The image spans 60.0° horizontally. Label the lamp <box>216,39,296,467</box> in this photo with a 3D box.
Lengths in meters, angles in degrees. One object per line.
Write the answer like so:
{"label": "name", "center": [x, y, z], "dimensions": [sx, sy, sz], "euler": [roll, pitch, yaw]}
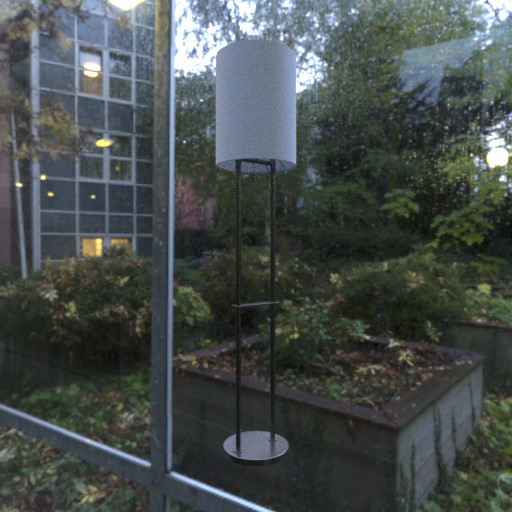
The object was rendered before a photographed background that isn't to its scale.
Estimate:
{"label": "lamp", "center": [0.000, 0.000, 1.694], "dimensions": [0.306, 1.500, 0.305], "euler": [-1, 1, -38]}
